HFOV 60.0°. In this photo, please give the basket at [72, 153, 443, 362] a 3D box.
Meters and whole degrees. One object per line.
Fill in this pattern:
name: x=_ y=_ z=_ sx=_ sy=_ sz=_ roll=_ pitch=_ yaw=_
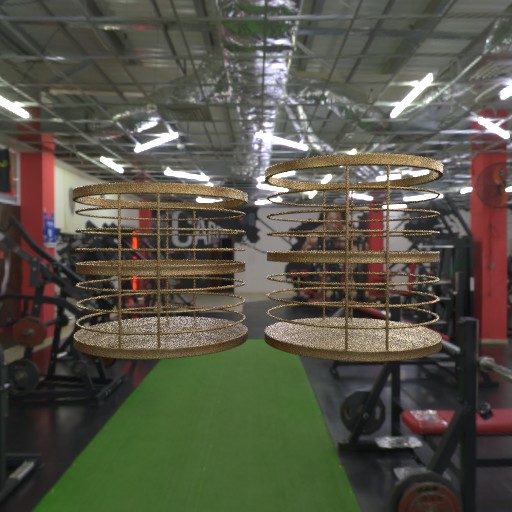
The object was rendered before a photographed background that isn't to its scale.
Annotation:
basket: x=0.000 y=0.000 z=0.929 sx=0.746 sy=0.351 sz=0.356 roll=0 pitch=1 yaw=2
